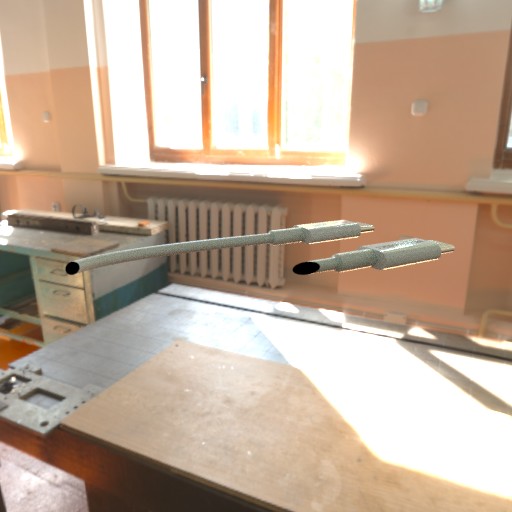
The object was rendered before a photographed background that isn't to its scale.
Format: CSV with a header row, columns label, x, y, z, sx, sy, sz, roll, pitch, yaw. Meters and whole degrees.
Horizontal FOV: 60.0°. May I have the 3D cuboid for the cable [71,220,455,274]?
label,x,y,z,sx,sy,sz,roll,pitch,yaw
cable,0.000,0.000,0.110,0.098,0.005,0.041,-8,17,-28
